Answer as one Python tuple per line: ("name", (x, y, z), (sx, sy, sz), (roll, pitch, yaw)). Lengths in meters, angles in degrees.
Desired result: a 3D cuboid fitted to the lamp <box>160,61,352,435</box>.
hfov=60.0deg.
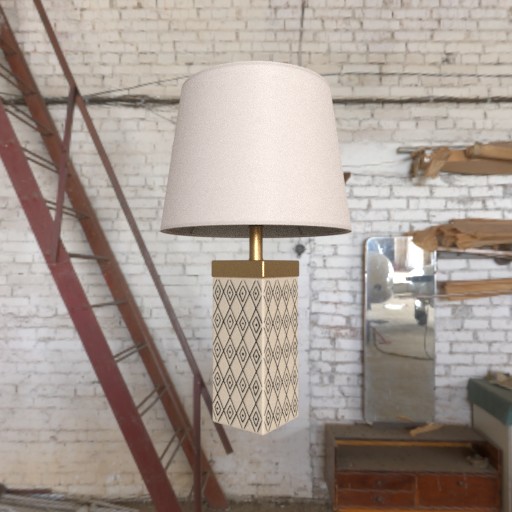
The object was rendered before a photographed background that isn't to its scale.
("lamp", (0.000, 0.000, 0.593), (0.251, 0.435, 0.251), (0, -1, 0))
